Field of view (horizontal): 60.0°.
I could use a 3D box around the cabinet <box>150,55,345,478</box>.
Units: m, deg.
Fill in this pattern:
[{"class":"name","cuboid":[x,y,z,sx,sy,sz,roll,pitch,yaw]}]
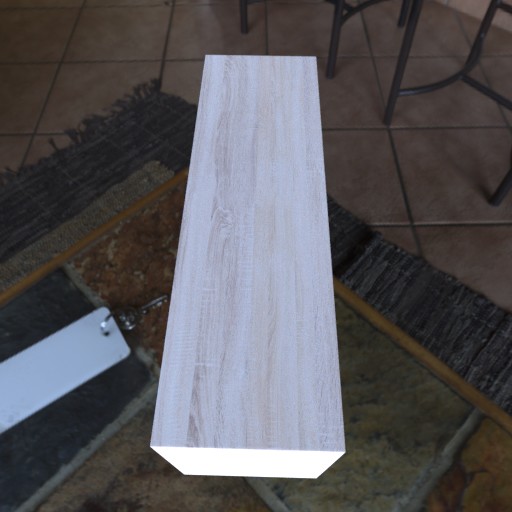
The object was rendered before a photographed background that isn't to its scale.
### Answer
[{"class":"cabinet","cuboid":[0.000,0.000,1.898,0.500,0.780,1.650,1,58,1]}]
